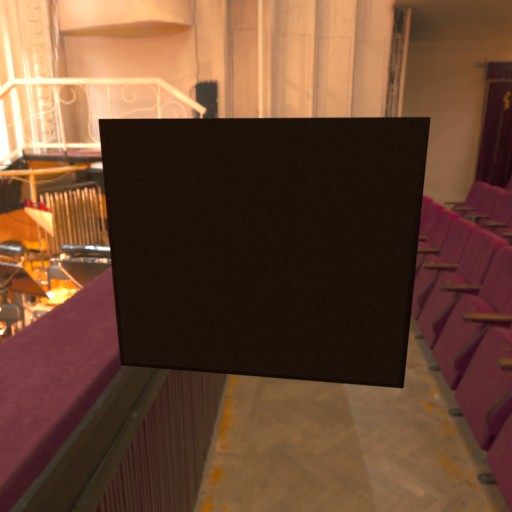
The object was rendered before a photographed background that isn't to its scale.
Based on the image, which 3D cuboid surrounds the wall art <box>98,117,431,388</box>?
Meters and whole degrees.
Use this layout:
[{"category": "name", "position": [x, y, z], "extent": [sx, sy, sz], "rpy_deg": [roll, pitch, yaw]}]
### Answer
[{"category": "wall art", "position": [0.000, 0.000, 0.757], "extent": [0.521, 0.450, 0.018], "rpy_deg": [2, 15, 9]}]
